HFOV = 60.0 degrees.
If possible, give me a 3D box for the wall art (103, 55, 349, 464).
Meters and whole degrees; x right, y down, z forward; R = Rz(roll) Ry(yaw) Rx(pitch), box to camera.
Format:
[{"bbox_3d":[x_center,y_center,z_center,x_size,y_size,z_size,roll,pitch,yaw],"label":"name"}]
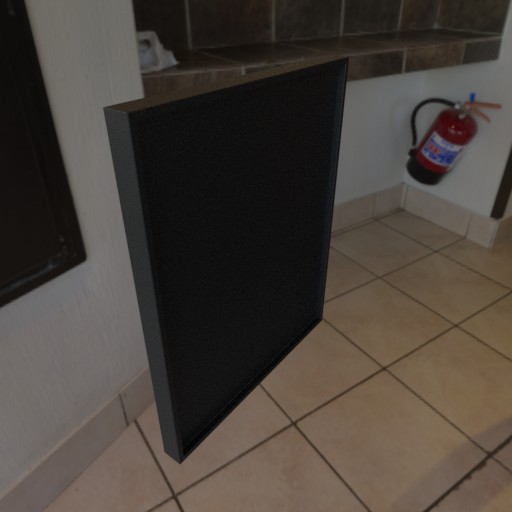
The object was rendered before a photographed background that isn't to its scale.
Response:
[{"bbox_3d":[0.000,0.000,0.726,0.039,0.555,0.449,22,38,31],"label":"wall art"}]
